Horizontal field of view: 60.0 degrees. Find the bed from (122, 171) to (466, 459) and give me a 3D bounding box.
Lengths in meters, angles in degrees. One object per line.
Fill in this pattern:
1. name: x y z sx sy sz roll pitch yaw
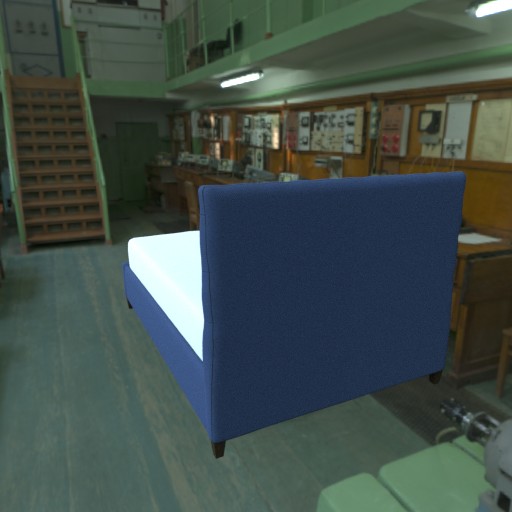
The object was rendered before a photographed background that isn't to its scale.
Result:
1. bed: 0.000 0.000 3.496 1.706 1.427 2.387 -8 17 -26
